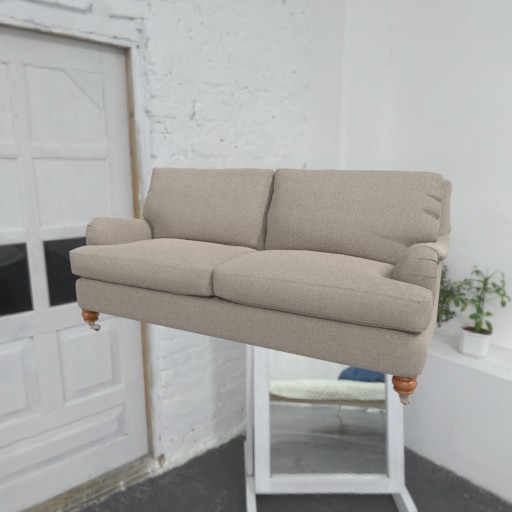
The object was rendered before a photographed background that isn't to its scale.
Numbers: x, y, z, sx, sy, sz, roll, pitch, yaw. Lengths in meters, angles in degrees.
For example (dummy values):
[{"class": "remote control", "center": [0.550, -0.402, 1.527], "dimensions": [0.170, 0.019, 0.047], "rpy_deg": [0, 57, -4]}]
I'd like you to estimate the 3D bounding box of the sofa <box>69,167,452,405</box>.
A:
[{"class": "sofa", "center": [0.000, 0.000, 2.748], "dimensions": [2.160, 1.054, 1.087], "rpy_deg": [6, 15, 26]}]
